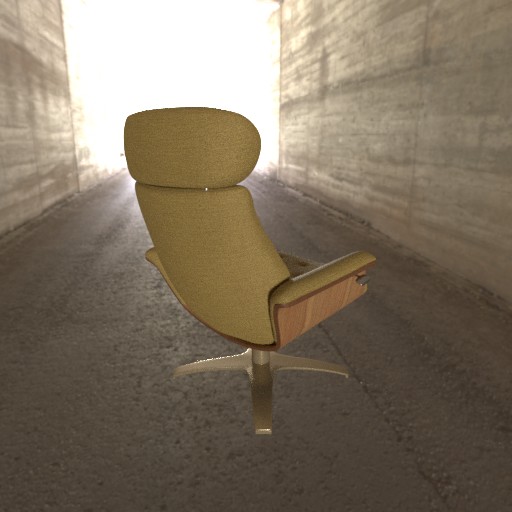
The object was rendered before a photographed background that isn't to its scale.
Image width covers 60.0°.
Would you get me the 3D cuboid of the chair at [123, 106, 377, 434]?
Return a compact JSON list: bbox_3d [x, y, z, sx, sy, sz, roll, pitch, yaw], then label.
[{"bbox_3d":[0.000,0.000,1.612,0.837,0.995,0.785,-14,21,-43],"label":"chair"}]
